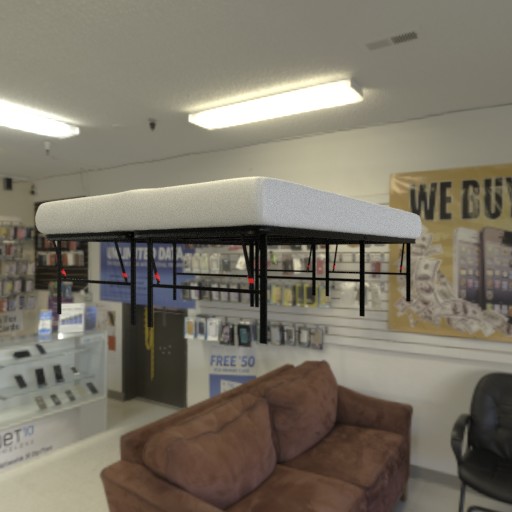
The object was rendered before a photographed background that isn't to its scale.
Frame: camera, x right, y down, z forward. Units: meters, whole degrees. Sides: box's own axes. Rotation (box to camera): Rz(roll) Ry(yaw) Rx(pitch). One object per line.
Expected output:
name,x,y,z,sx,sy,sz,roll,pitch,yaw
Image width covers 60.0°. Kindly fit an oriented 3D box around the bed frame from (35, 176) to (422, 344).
bed frame,0.000,0.000,2.898,1.584,0.667,2.151,0,0,36
